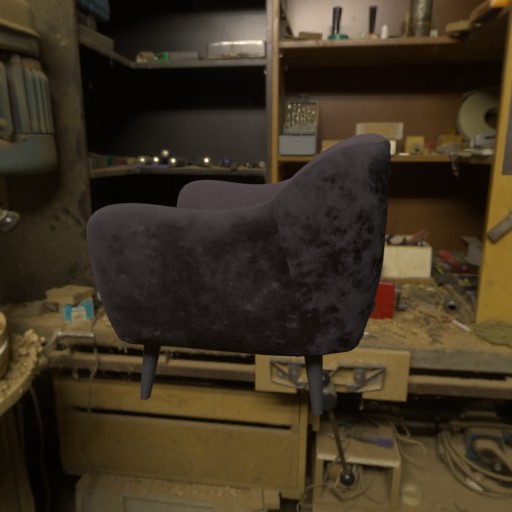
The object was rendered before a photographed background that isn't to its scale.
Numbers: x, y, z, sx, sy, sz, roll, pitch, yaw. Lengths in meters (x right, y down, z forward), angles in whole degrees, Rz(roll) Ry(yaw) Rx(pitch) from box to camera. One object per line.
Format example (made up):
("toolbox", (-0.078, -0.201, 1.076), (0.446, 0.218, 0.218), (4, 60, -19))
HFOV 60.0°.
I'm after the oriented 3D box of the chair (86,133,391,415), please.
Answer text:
("chair", (0.000, 0.000, 1.516), (0.819, 0.807, 0.840), (2, 14, 8))
